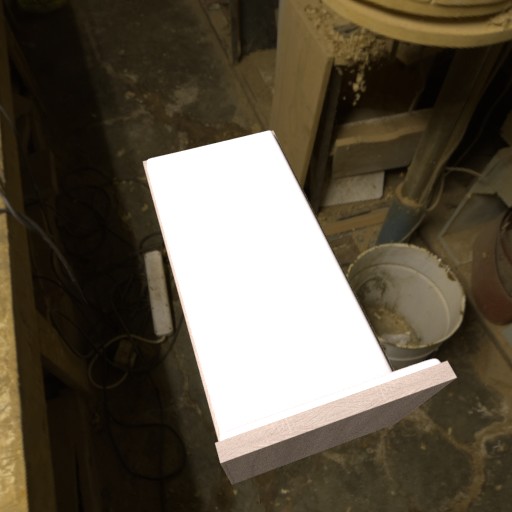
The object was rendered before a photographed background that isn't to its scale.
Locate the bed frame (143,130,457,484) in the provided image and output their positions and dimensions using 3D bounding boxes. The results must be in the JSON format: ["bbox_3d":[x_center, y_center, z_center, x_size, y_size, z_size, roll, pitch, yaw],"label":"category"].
[{"bbox_3d":[0.000,0.000,2.624,0.990,0.920,2.140,-16,60,-10],"label":"bed frame"}]
